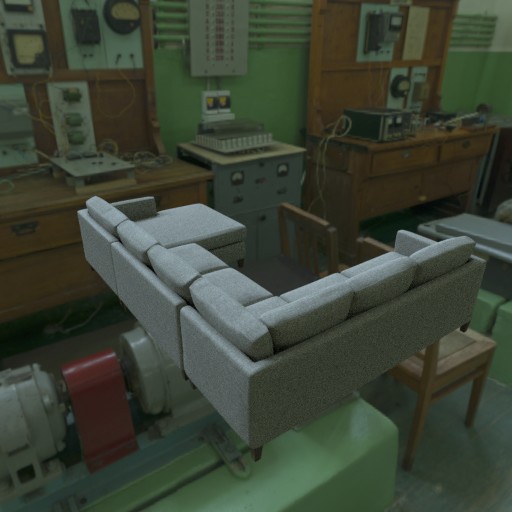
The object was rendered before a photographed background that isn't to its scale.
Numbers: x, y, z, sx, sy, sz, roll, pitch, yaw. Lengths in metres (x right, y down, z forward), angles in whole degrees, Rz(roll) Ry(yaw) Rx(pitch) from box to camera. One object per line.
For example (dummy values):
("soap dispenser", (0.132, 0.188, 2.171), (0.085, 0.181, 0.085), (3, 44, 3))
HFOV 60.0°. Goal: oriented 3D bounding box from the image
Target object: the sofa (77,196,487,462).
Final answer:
("sofa", (0.000, 0.000, 4.567), (2.593, 0.959, 3.460), (-18, 31, -32))
